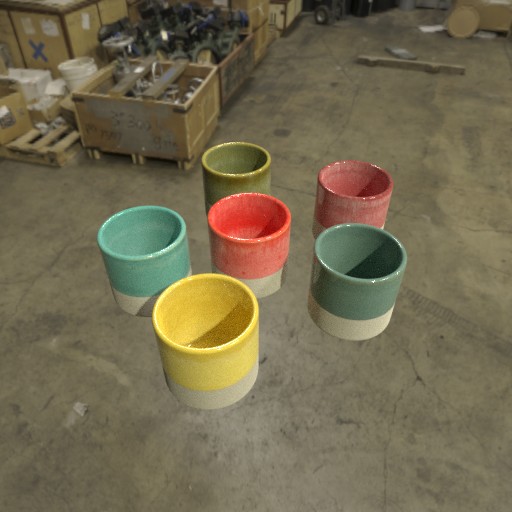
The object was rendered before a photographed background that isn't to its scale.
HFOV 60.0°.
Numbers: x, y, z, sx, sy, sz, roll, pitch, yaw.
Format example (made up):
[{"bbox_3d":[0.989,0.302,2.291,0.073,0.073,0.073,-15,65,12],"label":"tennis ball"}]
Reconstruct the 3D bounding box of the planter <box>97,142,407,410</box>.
[{"bbox_3d":[0.000,0.000,0.411,0.257,0.075,0.286,11,42,13],"label":"planter"}]
